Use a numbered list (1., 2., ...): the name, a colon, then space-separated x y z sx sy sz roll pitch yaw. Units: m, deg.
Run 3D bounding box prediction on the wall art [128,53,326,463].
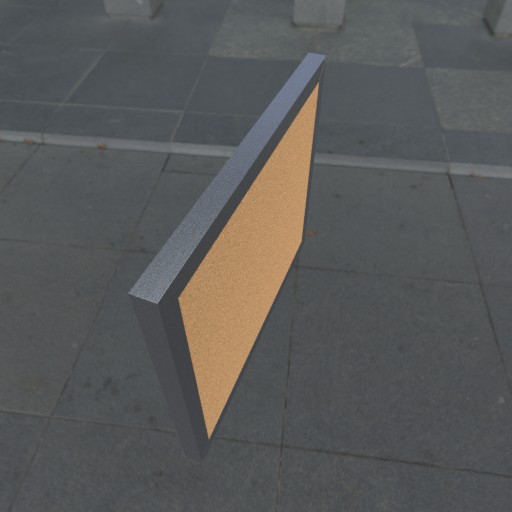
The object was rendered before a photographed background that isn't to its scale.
1. wall art: 0.000 0.000 0.752 0.032 0.456 0.557 17 50 15
